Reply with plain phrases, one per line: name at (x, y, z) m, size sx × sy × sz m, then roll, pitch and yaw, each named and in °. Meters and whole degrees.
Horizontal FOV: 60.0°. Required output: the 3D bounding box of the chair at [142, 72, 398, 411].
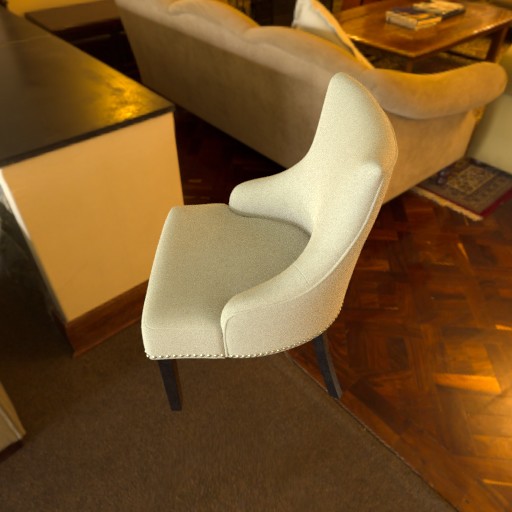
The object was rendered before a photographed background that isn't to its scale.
chair at (0.000, 0.000, 1.324) m, size 0.629 × 0.909 × 0.566 m, roll 0°, pitch 42°, yaw 0°
